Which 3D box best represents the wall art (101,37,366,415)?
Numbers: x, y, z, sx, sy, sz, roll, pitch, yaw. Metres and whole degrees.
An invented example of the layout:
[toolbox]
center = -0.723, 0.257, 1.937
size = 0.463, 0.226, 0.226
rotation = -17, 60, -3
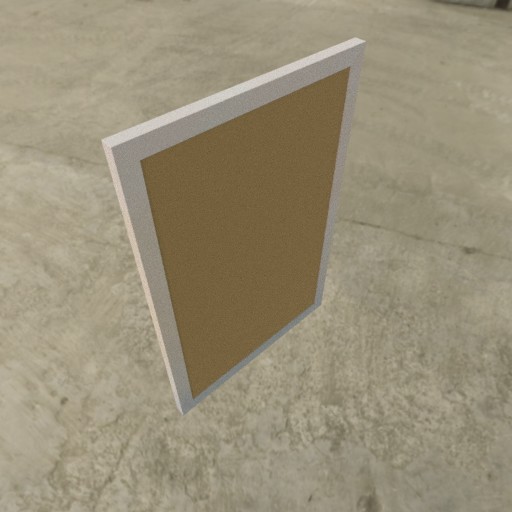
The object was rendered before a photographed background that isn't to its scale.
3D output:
[wall art]
center = 0.000, 0.000, 1.423
size = 0.764, 1.143, 0.038
rotation = -33, 55, -28
